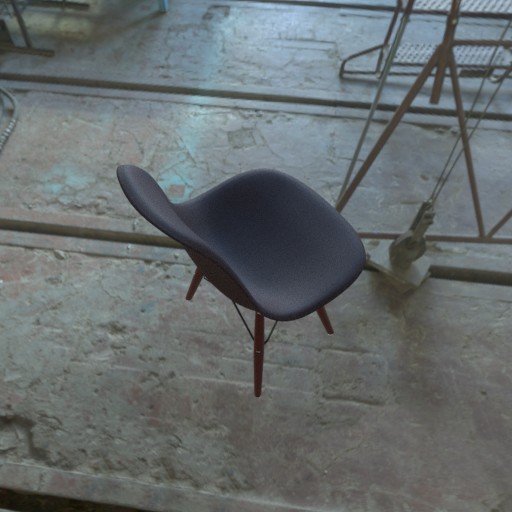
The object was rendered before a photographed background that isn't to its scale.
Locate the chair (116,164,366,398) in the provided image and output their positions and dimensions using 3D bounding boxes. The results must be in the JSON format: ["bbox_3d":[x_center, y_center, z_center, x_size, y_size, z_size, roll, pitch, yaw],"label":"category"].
[{"bbox_3d":[0.000,0.000,1.188,0.533,0.826,0.470,-33,63,-19],"label":"chair"}]
